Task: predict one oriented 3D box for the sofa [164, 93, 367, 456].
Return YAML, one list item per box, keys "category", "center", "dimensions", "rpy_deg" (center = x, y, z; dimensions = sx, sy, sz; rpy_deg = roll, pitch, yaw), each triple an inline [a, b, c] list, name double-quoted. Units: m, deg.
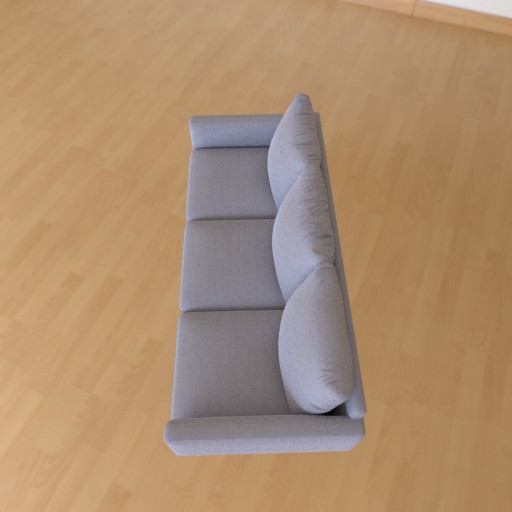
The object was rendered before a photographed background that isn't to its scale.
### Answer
- category: "sofa"
  center: [0.000, 0.000, 2.478]
  dimensions: [0.850, 0.830, 2.000]
  rpy_deg: [-1, 57, -1]
